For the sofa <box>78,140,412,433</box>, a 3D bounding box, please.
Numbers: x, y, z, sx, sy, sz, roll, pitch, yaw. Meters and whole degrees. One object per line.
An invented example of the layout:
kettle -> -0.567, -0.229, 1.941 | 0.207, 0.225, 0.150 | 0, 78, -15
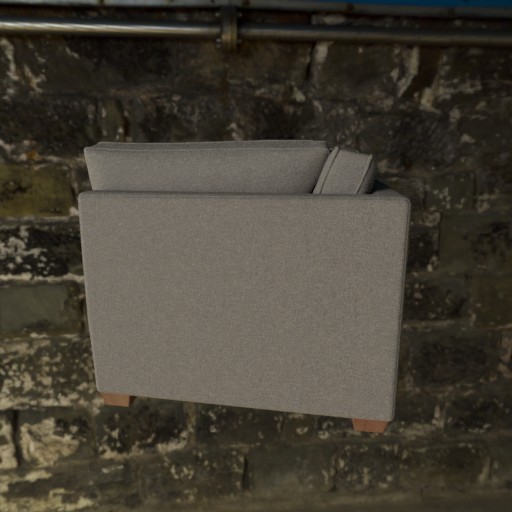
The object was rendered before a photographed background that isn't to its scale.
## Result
sofa -> 0.000, 0.000, 2.011 | 1.146, 1.002, 1.084 | 2, 13, 10
